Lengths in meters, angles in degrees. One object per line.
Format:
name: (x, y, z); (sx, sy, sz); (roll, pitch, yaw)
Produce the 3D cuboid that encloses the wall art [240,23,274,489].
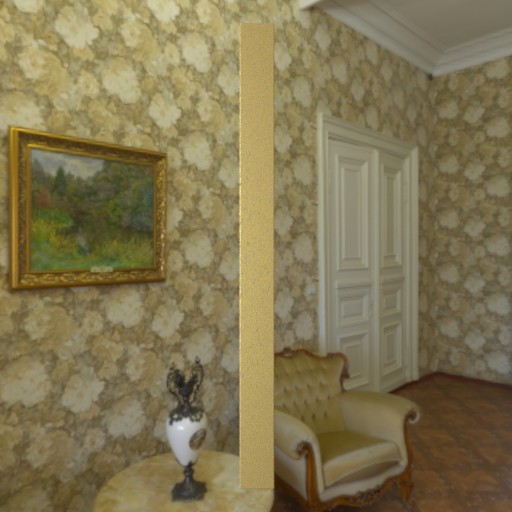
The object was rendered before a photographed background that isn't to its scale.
wall art: (0.000, 0.000, 0.878); (0.048, 0.642, 0.537); (0, 0, 0)
